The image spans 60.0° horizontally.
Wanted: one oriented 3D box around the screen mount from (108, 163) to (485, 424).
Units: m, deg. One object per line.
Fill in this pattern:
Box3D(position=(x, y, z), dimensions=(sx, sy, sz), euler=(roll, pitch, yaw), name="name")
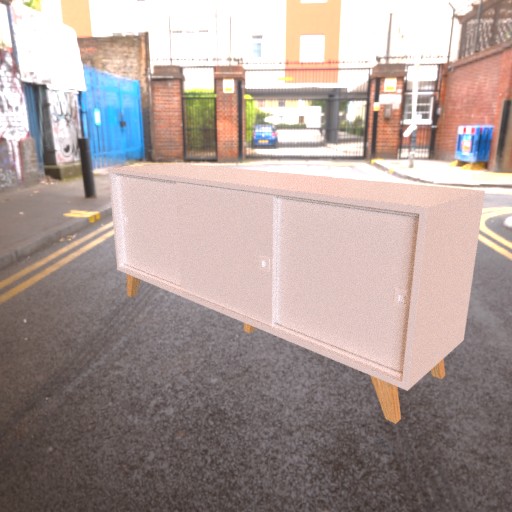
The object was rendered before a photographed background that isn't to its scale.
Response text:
Box3D(position=(0.000, 0.000, 1.750), dimensions=(1.490, 0.619, 0.400), euler=(15, 22, 42), name="screen mount")
